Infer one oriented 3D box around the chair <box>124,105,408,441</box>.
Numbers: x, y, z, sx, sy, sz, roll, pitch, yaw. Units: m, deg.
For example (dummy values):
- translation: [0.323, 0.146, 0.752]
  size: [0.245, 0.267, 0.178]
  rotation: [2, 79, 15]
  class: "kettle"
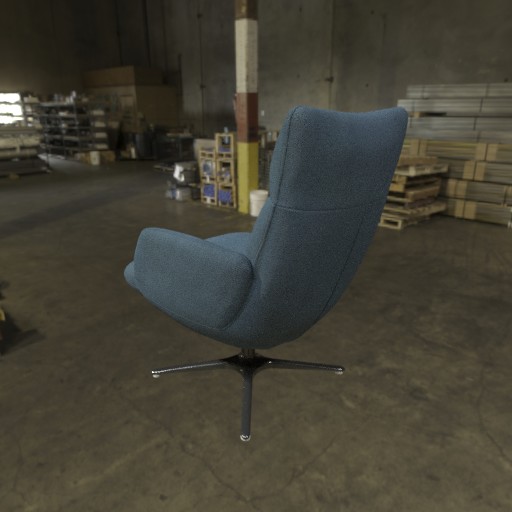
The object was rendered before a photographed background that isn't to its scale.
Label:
- translation: [0.000, 0.000, 1.591]
  size: [0.889, 1.016, 0.711]
  rotation: [17, 25, 42]
  class: "chair"
